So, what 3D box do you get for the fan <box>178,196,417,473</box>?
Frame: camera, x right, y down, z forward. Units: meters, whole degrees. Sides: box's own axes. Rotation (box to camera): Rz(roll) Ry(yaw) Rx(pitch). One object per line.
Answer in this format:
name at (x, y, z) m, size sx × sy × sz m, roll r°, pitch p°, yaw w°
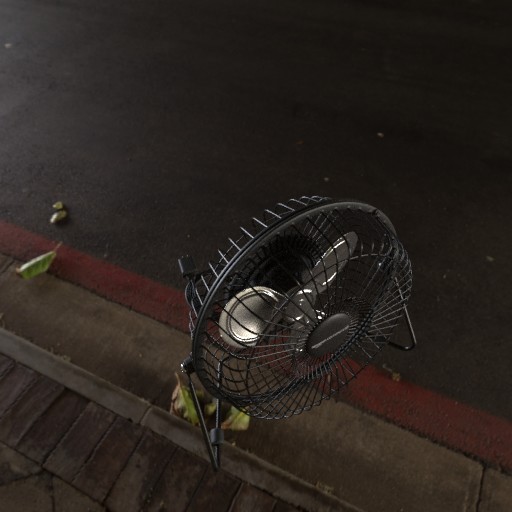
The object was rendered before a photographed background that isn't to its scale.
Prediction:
fan at (0.000, 0.000, 0.377) m, size 0.209 × 0.188 × 0.227 m, roll -24°, pitch 51°, yaw -21°
